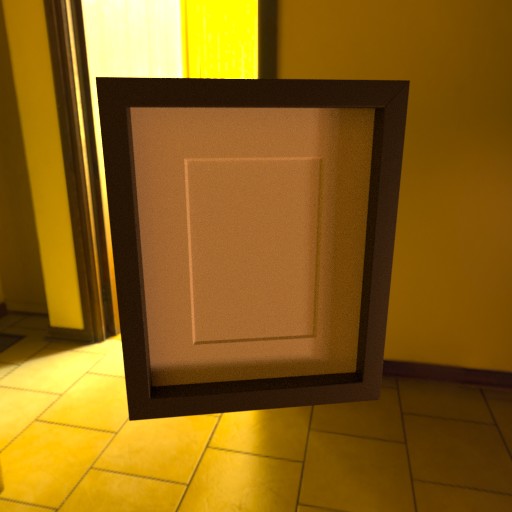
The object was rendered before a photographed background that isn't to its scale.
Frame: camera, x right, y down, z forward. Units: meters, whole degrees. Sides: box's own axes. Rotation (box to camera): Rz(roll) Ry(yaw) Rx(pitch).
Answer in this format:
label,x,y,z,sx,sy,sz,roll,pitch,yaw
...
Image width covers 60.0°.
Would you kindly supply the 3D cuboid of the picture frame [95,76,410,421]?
label,x,y,z,sx,sy,sz,roll,pitch,yaw
picture frame,0.000,0.000,0.385,0.232,0.284,0.042,-2,17,-7
